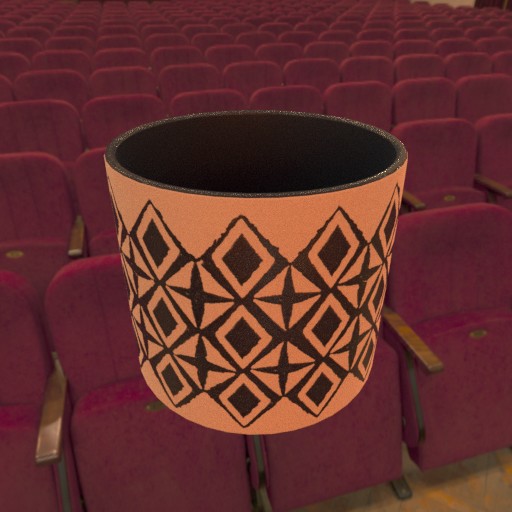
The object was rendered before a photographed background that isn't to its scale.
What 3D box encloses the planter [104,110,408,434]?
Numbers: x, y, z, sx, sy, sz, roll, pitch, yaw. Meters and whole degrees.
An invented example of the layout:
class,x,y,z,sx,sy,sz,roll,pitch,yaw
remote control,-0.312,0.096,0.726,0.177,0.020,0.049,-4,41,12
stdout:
class,x,y,z,sx,sy,sz,roll,pitch,yaw
planter,0.000,0.000,0.275,0.159,0.144,0.159,0,30,0
